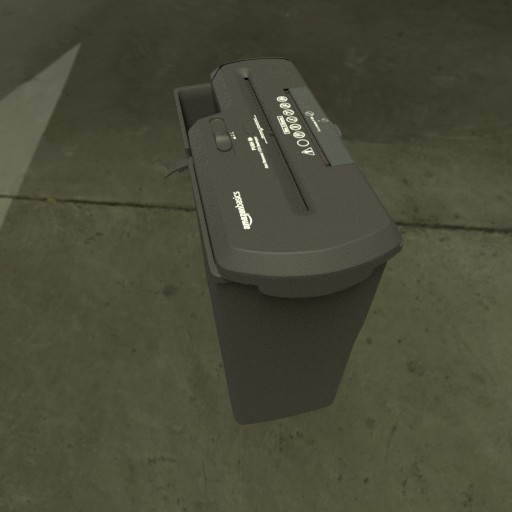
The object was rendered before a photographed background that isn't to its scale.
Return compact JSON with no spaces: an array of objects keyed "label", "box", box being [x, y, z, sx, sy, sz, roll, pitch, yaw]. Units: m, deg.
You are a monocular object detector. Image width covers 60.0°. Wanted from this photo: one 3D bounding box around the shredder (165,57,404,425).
[{"label":"shredder","box":[0.000,0.000,0.510,0.170,0.335,0.320,-9,48,-9]}]
